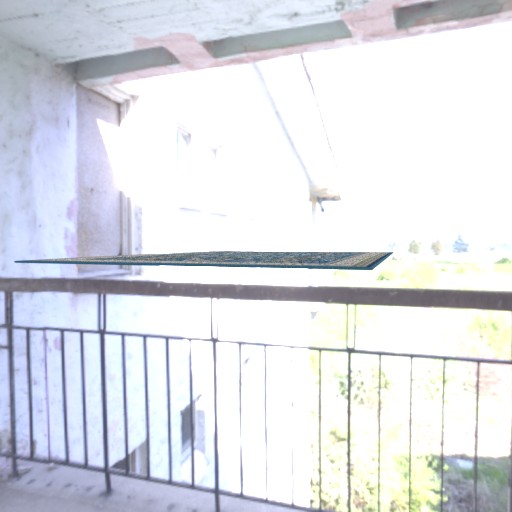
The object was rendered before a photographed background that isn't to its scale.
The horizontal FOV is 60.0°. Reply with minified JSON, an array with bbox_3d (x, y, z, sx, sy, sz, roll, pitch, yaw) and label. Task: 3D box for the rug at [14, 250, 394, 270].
[{"bbox_3d":[0.000,0.000,3.906,2.226,0.015,3.044,1,2,19],"label":"rug"}]
